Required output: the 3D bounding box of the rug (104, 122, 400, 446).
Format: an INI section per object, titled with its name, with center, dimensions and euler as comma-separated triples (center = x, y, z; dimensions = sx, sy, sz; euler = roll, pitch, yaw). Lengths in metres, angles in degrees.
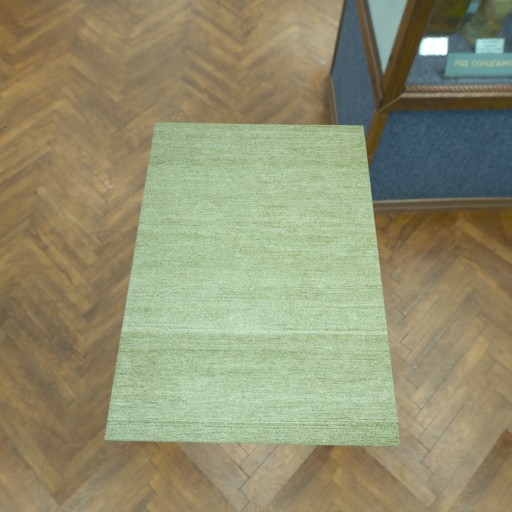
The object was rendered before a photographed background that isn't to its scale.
[rug]
center = 0.000, 0.000, 2.906
dimensions = 1.606, 0.017, 2.270
euler = 1, 63, 1
